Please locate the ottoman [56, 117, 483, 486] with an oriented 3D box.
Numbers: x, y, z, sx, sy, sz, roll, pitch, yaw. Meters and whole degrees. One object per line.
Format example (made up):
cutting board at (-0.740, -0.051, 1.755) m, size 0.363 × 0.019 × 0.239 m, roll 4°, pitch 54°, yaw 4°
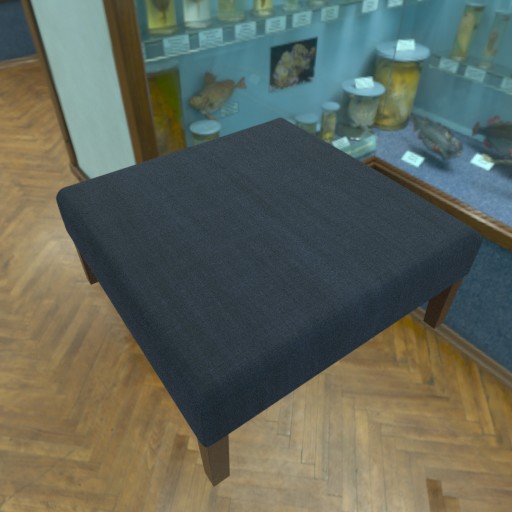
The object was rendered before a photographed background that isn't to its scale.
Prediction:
ottoman at (0.000, 0.000, 1.375) m, size 0.889 × 0.411 × 0.890 m, roll -26°, pitch 48°, yaw -26°
